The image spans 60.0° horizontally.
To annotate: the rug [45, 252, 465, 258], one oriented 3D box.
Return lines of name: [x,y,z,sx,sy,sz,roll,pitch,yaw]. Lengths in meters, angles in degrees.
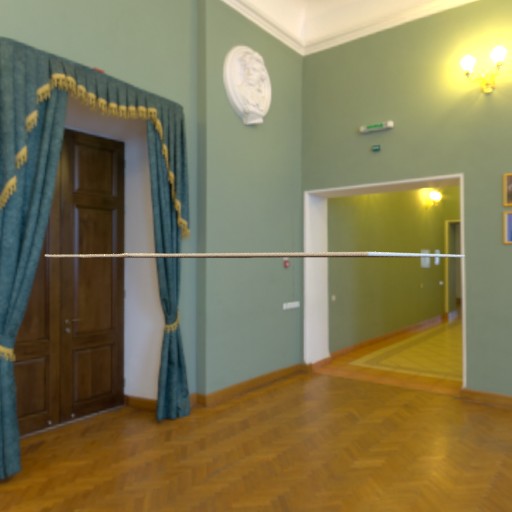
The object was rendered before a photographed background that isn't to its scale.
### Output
rug: [0.000,0.000,4.796,3.659,0.037,2.734,0,0,36]
